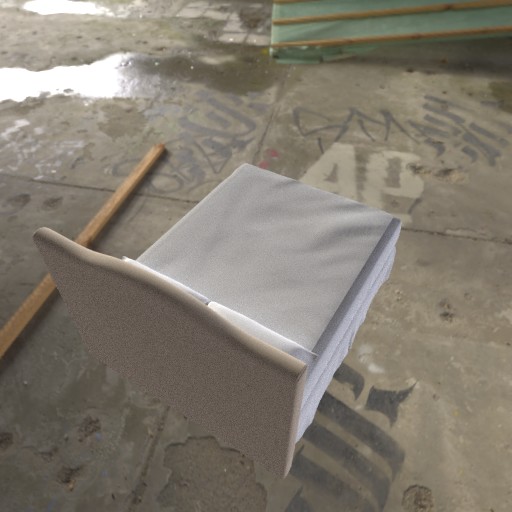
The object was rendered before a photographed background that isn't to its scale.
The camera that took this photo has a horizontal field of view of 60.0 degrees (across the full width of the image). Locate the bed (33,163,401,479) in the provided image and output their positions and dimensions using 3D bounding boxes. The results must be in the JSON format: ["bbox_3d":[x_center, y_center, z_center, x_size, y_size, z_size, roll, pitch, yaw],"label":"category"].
[{"bbox_3d":[0.000,0.000,3.309,1.753,1.460,2.143,24,51,21],"label":"bed"}]
